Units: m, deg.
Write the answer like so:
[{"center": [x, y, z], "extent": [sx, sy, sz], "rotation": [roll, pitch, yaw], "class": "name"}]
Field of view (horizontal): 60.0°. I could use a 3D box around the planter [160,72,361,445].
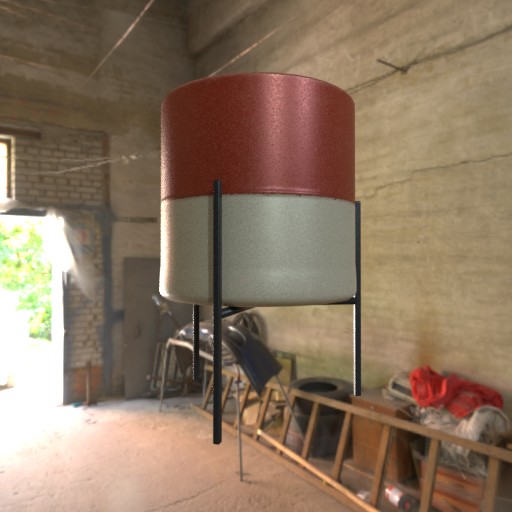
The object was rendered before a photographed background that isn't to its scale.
[{"center": [0.000, 0.000, 0.533], "extent": [0.235, 0.354, 0.251], "rotation": [0, -1, 18], "class": "planter"}]
